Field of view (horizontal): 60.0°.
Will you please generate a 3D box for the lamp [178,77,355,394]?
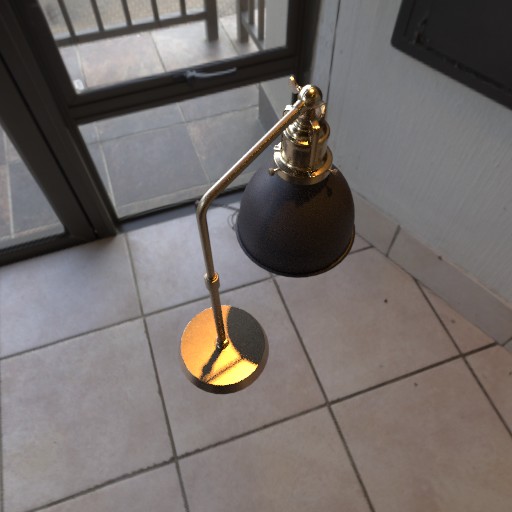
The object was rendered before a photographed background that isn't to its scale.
[{"bbox_3d":[0.000,0.000,0.580,0.291,0.456,0.160,-33,63,-19],"label":"lamp"}]
